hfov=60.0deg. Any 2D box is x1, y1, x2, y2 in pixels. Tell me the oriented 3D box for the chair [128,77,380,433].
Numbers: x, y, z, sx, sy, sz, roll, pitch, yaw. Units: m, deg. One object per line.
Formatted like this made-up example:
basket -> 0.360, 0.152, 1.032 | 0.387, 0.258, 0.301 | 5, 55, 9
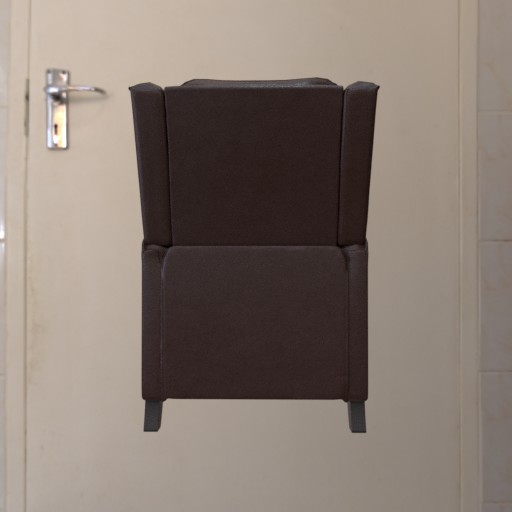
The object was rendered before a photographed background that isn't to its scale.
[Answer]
chair -> 0.000, 0.000, 1.758 | 0.770, 1.132, 0.982 | 0, 0, 1
